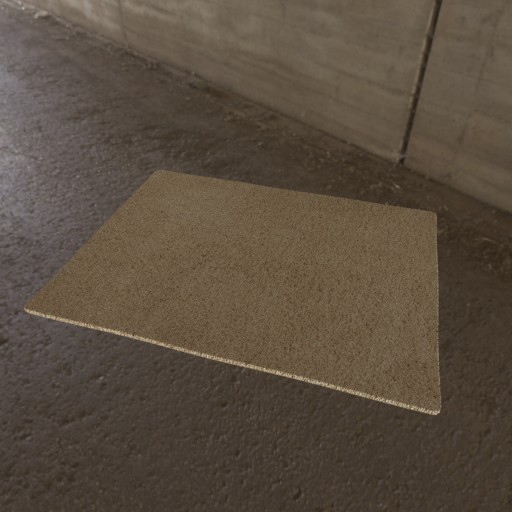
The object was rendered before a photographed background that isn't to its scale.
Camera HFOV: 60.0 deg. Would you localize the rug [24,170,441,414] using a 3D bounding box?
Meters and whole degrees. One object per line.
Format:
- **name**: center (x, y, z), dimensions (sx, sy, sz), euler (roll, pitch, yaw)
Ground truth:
- **rug**: center (0.000, 0.000, 2.045), dimensions (1.600, 0.025, 1.199), euler (11, 41, 13)
